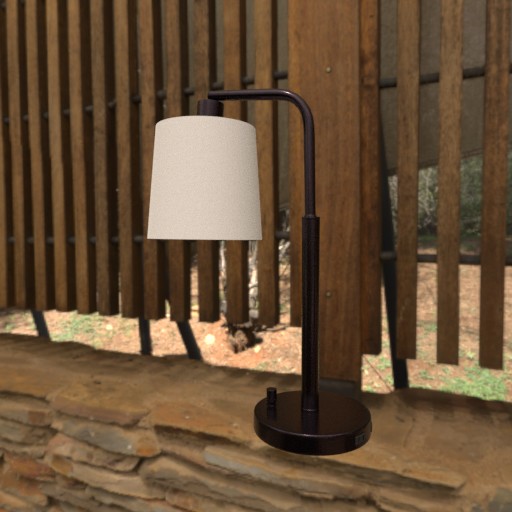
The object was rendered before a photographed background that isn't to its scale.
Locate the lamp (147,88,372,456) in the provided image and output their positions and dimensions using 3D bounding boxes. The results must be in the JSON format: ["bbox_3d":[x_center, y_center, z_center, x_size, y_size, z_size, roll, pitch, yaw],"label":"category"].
[{"bbox_3d":[0.000,0.000,0.646,0.333,0.489,0.171,1,2,19],"label":"lamp"}]
